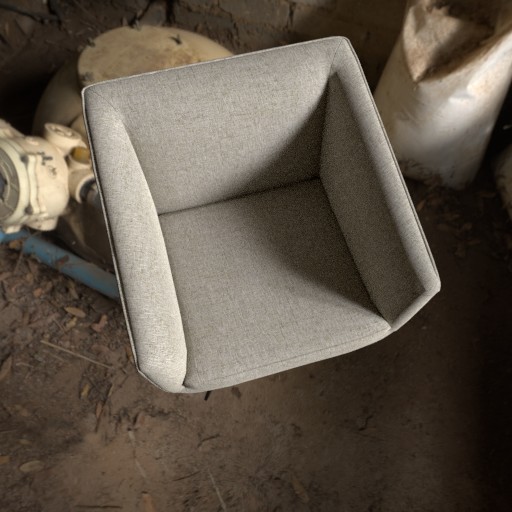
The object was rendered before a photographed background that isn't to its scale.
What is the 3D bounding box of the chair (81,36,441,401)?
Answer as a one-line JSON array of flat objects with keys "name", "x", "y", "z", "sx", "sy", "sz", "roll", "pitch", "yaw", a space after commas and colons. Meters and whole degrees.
[{"name": "chair", "x": 0.000, "y": 0.000, "z": 1.185, "sx": 0.628, "sy": 0.760, "sz": 0.623, "roll": -14, "pitch": 65, "yaw": -7}]
